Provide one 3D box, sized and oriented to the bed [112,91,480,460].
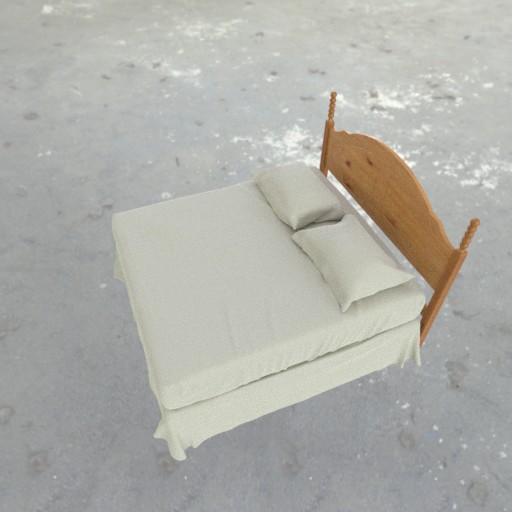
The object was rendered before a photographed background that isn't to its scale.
[{"bbox_3d":[0.000,0.000,3.171,2.040,1.356,1.873,-17,49,-15],"label":"bed"}]
